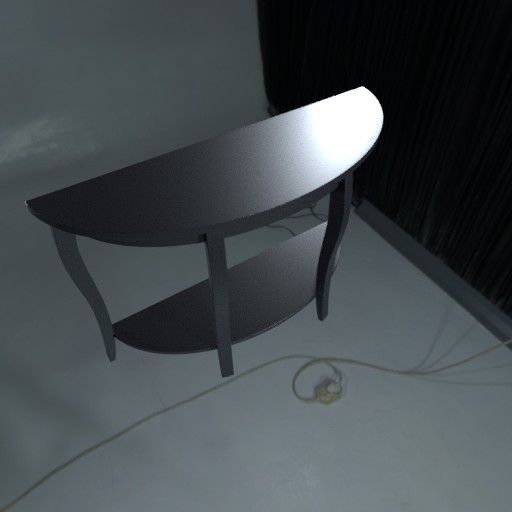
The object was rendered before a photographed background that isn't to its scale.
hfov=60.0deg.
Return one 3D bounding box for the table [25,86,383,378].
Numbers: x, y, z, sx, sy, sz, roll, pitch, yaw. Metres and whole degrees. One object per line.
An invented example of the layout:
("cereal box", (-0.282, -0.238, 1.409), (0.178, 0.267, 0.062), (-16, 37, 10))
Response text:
("table", (0.000, 0.000, 1.583), (1.219, 0.780, 0.394), (-26, 51, -23))
